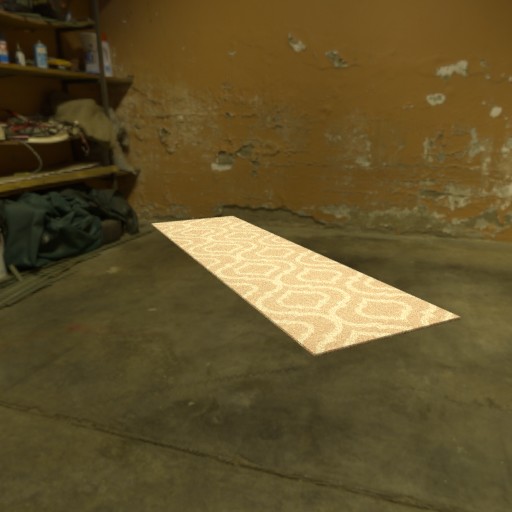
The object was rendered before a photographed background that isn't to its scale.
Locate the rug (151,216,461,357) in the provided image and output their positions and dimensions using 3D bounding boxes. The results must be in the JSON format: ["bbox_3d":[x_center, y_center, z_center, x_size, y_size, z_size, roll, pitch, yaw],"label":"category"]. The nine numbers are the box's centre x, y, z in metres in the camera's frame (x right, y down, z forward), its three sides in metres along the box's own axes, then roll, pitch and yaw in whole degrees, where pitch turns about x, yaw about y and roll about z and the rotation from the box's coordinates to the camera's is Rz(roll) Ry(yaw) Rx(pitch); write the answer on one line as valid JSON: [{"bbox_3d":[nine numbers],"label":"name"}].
[{"bbox_3d":[0.000,0.000,2.596,0.691,0.013,2.289,-8,18,-25],"label":"rug"}]
